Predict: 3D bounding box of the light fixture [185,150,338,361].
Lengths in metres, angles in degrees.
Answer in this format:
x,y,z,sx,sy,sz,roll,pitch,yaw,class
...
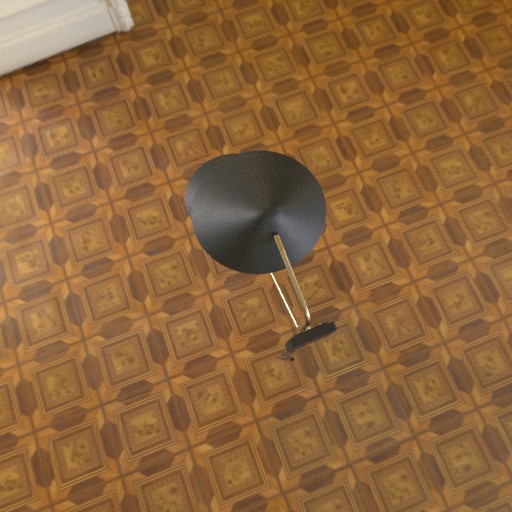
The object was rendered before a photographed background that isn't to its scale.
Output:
x,y,z,sx,sy,sz,roll,pitch,yaw,class
0.000,0.000,0.873,0.189,0.665,0.422,-21,75,-6,light fixture
